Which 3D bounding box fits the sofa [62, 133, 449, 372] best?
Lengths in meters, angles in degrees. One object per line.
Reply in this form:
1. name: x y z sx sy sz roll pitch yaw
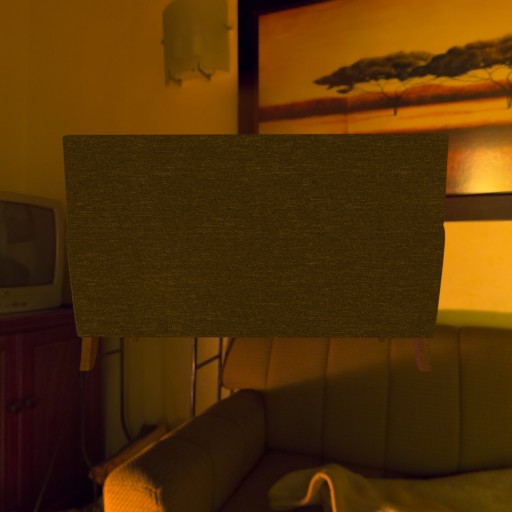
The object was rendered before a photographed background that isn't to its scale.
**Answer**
1. sofa: 0.000 0.000 2.054 1.509 0.905 0.867 0 -2 1
